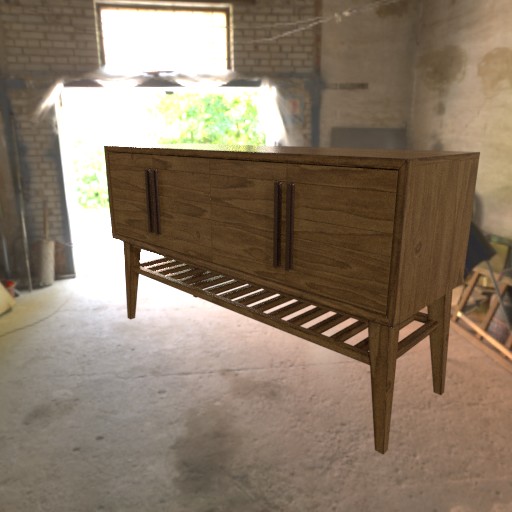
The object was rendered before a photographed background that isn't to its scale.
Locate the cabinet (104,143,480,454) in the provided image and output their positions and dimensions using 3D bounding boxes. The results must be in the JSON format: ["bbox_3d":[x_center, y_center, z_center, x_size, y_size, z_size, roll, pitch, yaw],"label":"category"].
[{"bbox_3d":[0.000,0.000,1.696,1.363,0.802,0.477,15,21,42],"label":"cabinet"}]
